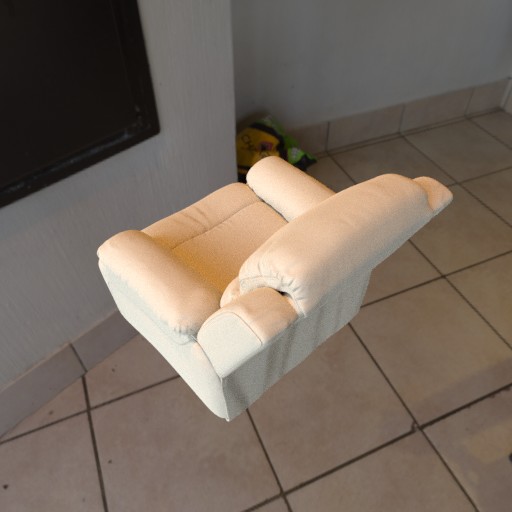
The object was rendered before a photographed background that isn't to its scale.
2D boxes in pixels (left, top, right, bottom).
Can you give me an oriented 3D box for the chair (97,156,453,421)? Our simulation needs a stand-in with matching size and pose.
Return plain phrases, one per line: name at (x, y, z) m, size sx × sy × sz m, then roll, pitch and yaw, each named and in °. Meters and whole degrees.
chair at (0.000, 0.000, 1.235) m, size 0.680 × 0.702 × 0.709 m, roll -33°, pitch 55°, yaw -27°
